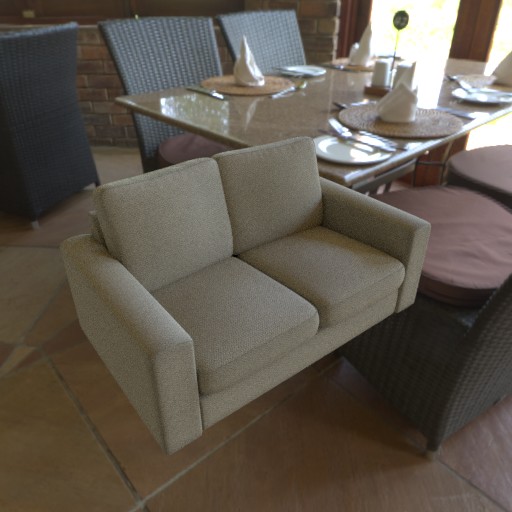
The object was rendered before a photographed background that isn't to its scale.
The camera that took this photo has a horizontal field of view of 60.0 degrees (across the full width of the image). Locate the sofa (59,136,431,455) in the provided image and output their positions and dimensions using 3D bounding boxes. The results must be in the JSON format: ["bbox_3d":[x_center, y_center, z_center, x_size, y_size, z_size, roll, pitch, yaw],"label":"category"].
[{"bbox_3d":[0.000,0.000,2.262,1.616,0.873,1.016,-22,38,-32],"label":"sofa"}]
